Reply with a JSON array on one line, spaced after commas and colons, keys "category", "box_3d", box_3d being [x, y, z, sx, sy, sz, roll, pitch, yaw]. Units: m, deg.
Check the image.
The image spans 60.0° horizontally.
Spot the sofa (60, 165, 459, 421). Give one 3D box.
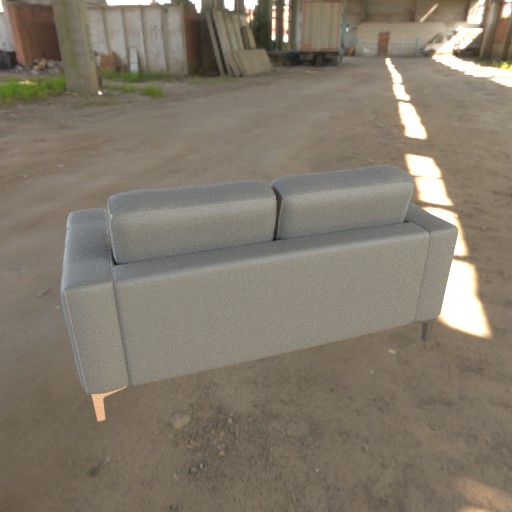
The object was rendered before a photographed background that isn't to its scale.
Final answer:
[{"category": "sofa", "box_3d": [0.000, 0.000, 2.189, 1.726, 0.892, 0.833, -9, 28, -17]}]
